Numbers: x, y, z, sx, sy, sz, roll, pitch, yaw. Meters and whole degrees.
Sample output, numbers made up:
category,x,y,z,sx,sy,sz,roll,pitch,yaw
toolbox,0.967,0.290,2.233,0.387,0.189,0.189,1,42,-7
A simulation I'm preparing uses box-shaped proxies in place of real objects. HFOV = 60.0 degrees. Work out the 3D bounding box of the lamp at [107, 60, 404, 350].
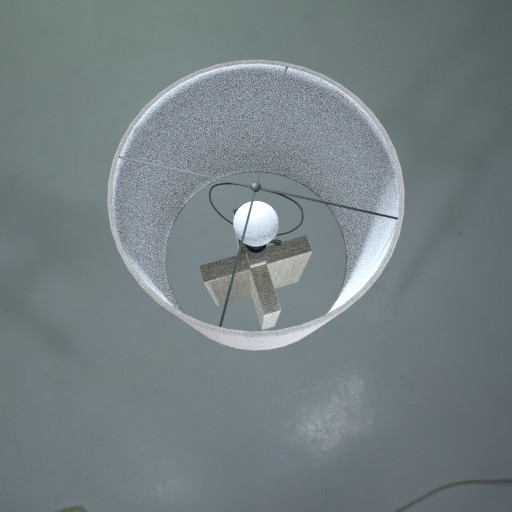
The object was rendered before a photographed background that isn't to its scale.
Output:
category,x,y,z,sx,sy,sz,roll,pitch,yaw
lamp,0.000,0.000,0.547,0.229,0.428,0.229,-16,76,-4
